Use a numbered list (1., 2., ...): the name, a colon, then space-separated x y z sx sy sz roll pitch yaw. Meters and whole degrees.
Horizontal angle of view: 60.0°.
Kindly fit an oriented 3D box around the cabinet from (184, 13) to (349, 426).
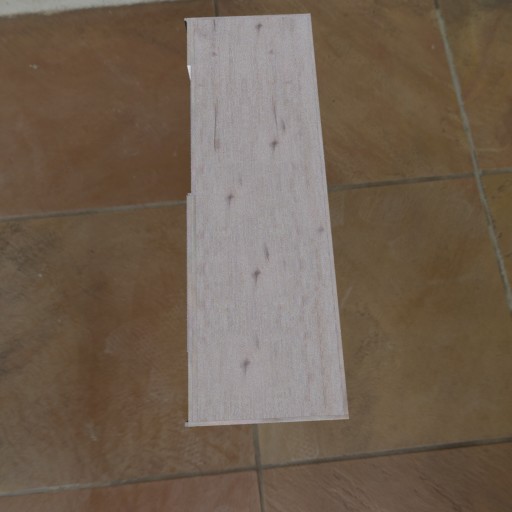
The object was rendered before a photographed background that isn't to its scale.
1. cabinet: 0.000 0.000 3.098 0.660 2.180 2.000 -2 74 -1
